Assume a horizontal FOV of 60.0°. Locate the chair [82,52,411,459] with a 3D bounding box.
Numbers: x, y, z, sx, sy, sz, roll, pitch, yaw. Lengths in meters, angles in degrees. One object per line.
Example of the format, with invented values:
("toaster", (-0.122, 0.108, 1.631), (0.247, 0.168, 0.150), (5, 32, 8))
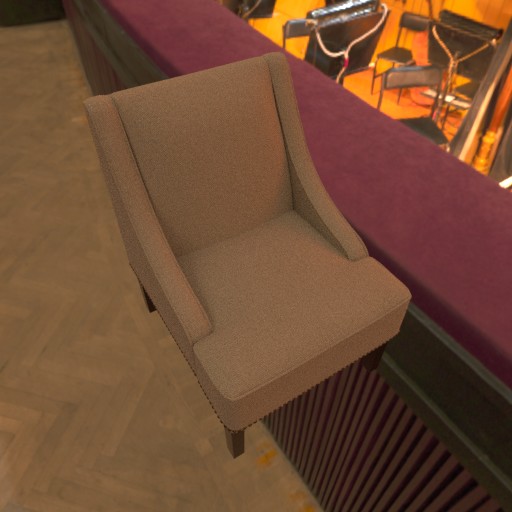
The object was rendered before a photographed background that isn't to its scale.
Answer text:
("chair", (0.000, 0.000, 1.353), (0.628, 0.872, 0.748), (-24, 50, -22))
